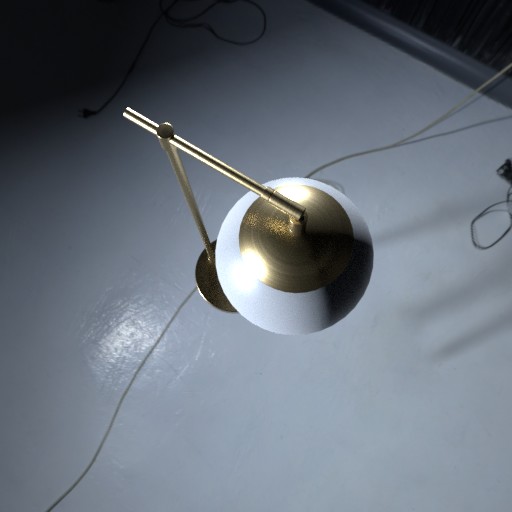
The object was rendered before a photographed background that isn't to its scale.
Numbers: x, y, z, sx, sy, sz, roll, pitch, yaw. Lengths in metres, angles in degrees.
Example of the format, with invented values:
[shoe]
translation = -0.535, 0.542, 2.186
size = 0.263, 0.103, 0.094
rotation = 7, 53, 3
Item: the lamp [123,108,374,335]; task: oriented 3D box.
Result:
[lamp]
translation = 0.000, 0.000, 0.708
size = 0.324, 0.559, 0.207
rotation = 31, 77, 8
